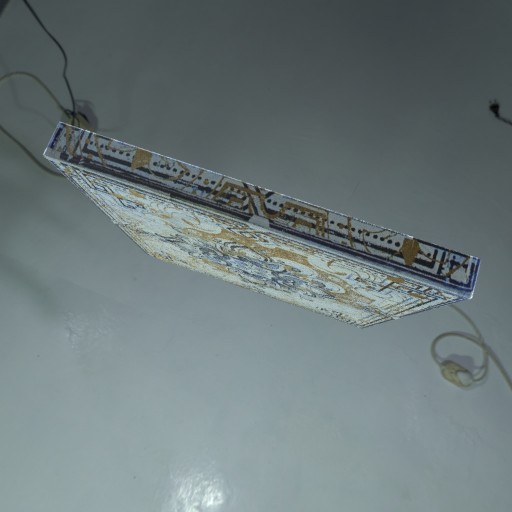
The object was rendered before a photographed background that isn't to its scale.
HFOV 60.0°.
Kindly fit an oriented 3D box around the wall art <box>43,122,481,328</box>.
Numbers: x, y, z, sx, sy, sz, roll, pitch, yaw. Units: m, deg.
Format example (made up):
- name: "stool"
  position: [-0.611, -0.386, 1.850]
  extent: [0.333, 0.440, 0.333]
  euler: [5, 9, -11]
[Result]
- name: "wall art"
  position: [0.000, 0.000, 0.604]
  extent: [0.411, 0.410, 0.038]
  euler: [19, 78, 4]
